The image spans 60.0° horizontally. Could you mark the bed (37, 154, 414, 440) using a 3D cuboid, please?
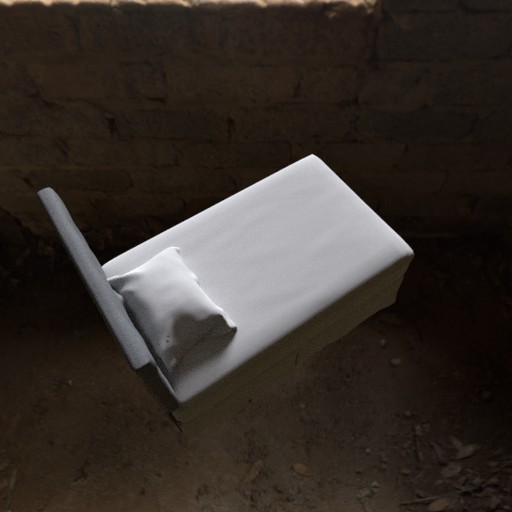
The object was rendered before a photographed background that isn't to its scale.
[{"bbox_3d":[0.000,0.000,2.979,1.997,1.571,1.261,-30,64,-17],"label":"bed"}]
